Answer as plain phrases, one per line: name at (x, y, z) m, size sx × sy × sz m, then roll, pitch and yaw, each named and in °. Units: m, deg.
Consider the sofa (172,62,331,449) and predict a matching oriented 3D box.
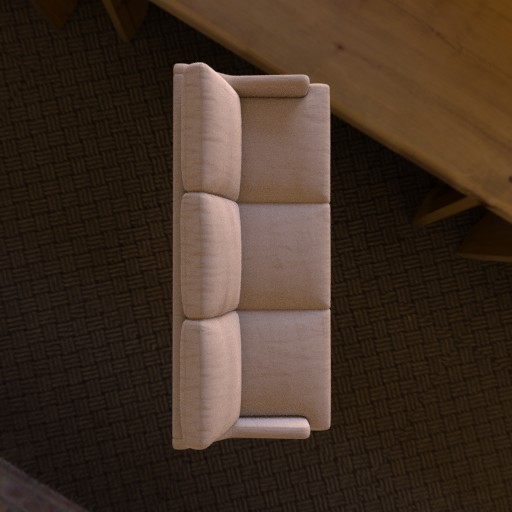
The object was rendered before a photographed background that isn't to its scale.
sofa at (0.000, 0.000, 2.889) m, size 1.000 × 0.913 × 2.321 m, roll 0°, pitch 89°, yaw -1°
